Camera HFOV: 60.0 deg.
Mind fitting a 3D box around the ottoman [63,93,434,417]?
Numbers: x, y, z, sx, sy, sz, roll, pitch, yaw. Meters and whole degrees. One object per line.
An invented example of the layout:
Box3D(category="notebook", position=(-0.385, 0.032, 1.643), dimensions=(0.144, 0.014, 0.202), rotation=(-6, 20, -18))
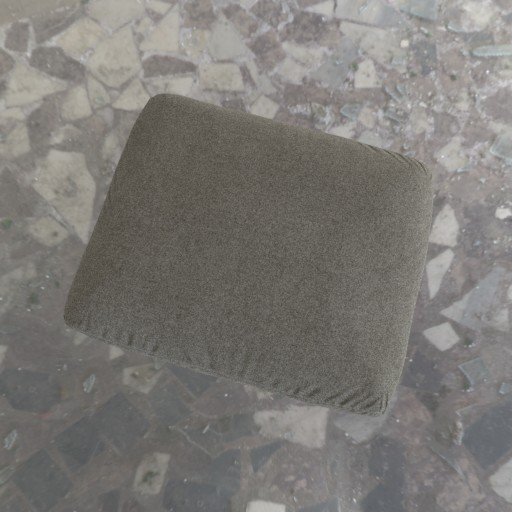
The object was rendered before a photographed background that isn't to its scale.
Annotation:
Box3D(category="ottoman", position=(0.000, 0.000, 1.237), dimensions=(0.837, 0.481, 0.683), rotation=(15, 75, 4))
